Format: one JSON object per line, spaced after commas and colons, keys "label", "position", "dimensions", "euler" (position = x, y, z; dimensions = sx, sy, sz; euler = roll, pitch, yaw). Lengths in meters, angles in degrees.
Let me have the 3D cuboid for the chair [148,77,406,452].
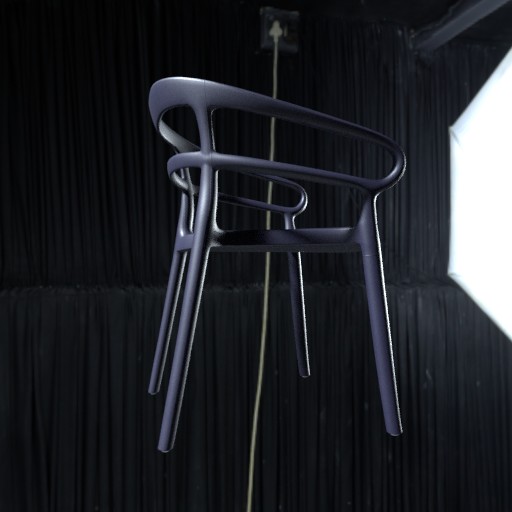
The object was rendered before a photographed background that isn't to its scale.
{"label": "chair", "position": [0.000, 0.000, 1.117], "dimensions": [0.527, 0.761, 0.559], "euler": [0, -1, -16]}
